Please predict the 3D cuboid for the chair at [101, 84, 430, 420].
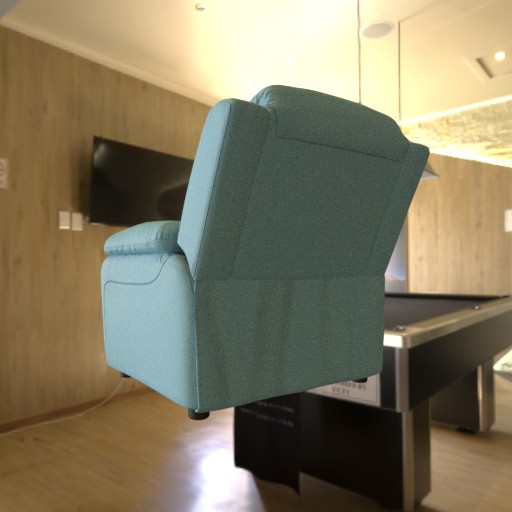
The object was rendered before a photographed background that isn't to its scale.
[{"bbox_3d":[0.000,0.000,1.221,0.680,0.702,0.709,0,-1,-35],"label":"chair"}]
